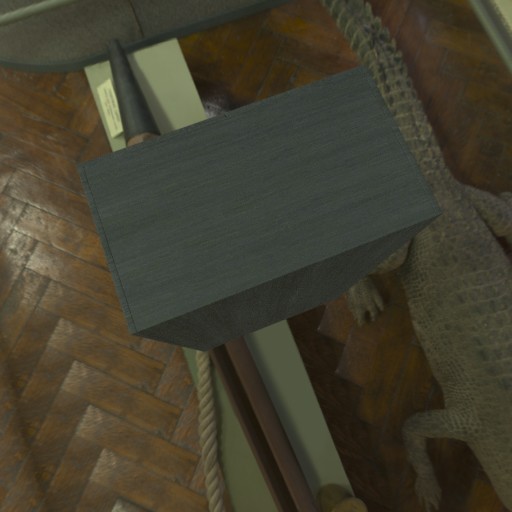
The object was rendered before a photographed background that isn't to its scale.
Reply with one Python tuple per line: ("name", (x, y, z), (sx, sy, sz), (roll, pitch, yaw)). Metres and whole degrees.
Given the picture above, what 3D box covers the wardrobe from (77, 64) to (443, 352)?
("wardrobe", (0.000, 0.000, 2.237), (0.991, 1.808, 0.577), (-21, 77, -5))
